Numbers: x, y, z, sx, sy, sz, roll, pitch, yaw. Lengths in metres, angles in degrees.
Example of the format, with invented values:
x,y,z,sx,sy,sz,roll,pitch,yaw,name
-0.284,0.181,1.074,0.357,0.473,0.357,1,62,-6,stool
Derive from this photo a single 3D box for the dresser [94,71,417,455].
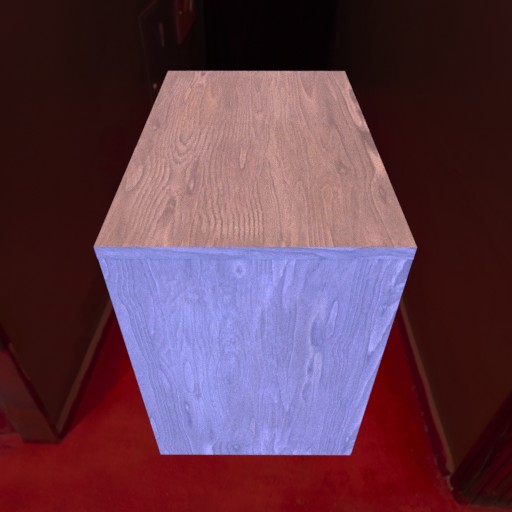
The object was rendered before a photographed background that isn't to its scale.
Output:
x,y,z,sx,sy,sz,roll,pitch,yaw,name
0.000,0.000,1.280,0.529,0.762,0.809,0,42,0,dresser
